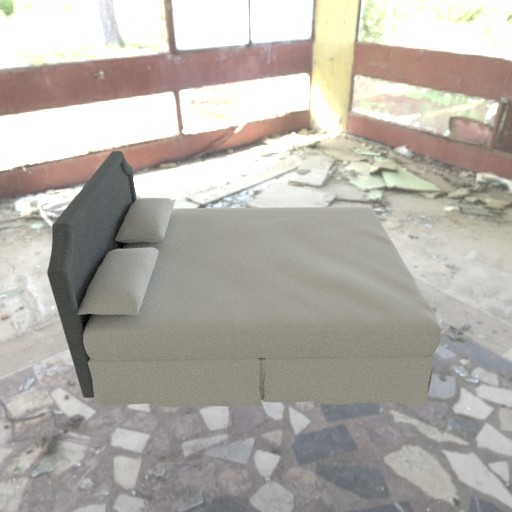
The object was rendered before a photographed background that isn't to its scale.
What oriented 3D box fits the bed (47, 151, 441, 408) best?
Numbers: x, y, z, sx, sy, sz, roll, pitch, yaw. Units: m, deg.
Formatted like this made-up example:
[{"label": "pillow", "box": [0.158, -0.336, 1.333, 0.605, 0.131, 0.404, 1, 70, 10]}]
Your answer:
[{"label": "bed", "box": [0.000, 0.000, 3.580, 2.464, 1.306, 1.977, -1, 31, -1]}]
